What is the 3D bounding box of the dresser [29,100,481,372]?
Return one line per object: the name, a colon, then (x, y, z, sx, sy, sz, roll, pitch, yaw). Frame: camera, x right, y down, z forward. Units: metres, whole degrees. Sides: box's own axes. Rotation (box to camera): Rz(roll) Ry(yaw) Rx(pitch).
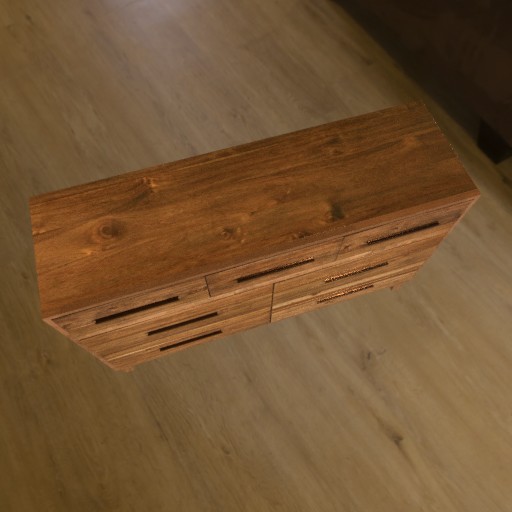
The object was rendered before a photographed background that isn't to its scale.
dresser: (0.000, 0.000, 1.822, 1.400, 0.873, 0.446, -16, 65, -7)
